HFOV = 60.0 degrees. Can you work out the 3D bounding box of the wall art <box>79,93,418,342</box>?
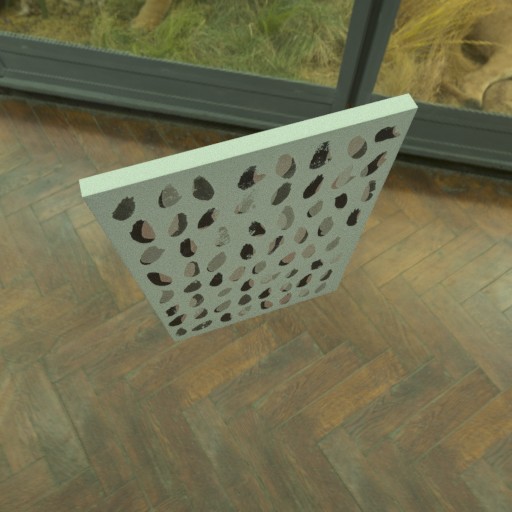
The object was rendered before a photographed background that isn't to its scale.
[{"bbox_3d":[0.000,0.000,0.785,0.405,0.608,0.025,-17,65,-8],"label":"wall art"}]
